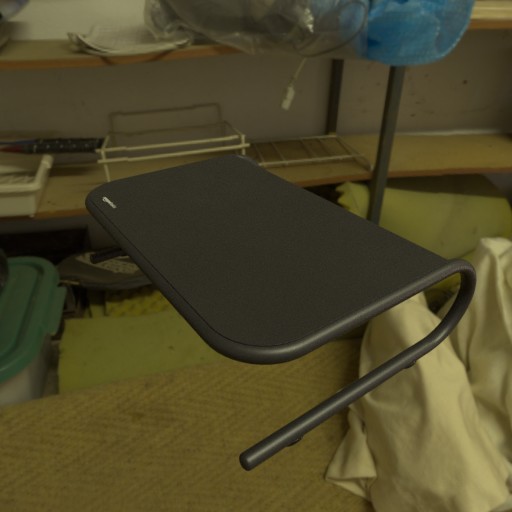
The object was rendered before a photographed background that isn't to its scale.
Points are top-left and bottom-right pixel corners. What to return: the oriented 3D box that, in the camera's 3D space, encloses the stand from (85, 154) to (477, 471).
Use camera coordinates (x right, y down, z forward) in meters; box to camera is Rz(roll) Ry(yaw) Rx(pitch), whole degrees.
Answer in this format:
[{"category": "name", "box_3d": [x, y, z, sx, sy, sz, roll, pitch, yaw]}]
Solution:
[{"category": "stand", "box_3d": [0.000, 0.000, 0.502, 0.280, 0.108, 0.370, -20, 37, -30]}]
